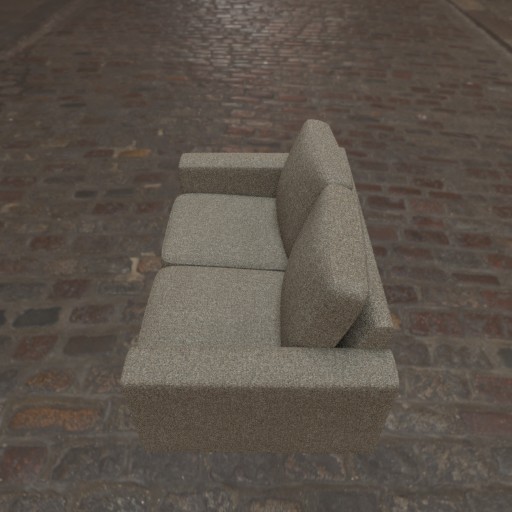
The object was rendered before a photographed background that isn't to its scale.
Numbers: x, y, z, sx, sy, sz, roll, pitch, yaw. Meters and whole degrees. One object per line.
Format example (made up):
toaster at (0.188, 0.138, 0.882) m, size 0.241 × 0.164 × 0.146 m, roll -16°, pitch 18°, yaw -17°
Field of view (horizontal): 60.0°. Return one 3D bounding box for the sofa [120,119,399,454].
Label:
sofa at (0.000, 0.000, 2.205) m, size 1.016 × 0.873 × 1.616 m, roll 0°, pitch 42°, yaw 1°
